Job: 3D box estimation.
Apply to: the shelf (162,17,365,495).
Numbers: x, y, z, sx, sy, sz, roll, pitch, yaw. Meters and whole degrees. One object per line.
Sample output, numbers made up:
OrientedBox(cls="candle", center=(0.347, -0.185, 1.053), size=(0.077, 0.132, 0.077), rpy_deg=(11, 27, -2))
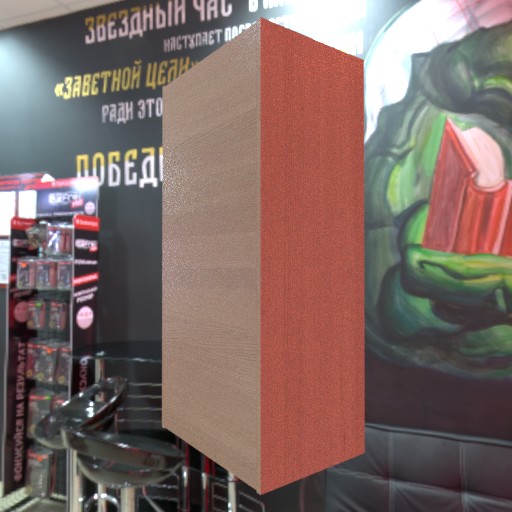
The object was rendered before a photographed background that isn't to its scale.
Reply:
OrientedBox(cls="shelf", center=(0.000, 0.000, 1.065), size=(0.292, 0.876, 0.417), rpy_deg=(0, -1, -37))
